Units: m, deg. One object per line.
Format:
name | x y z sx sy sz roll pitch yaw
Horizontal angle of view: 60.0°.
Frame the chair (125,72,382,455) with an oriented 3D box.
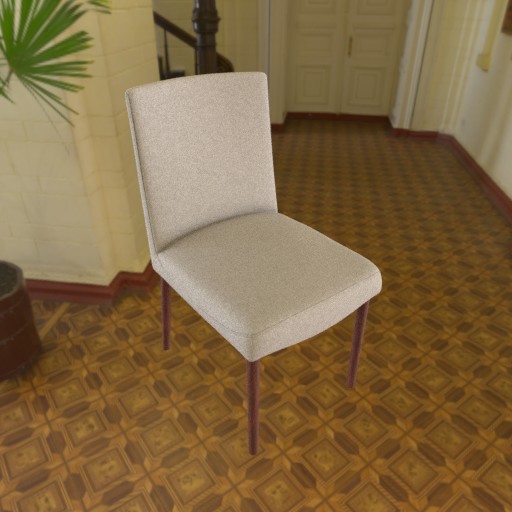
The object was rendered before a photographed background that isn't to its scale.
chair | 0.000 0.000 1.215 0.456 0.859 0.570 -21 37 -31
